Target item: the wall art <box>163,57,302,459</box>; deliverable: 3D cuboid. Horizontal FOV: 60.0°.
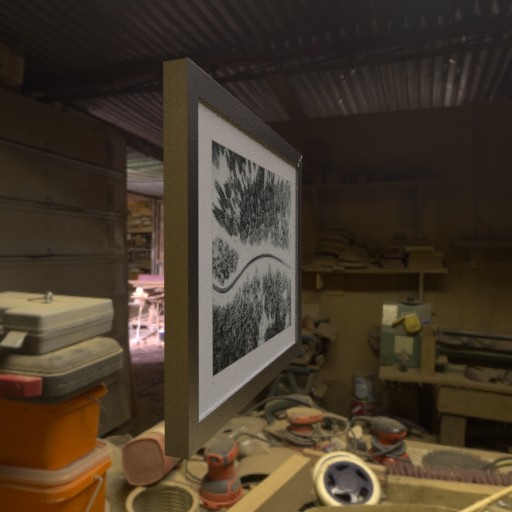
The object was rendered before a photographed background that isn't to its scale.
[{"bbox_3d":[0.000,0.000,0.770,0.032,0.456,0.557,0,1,19],"label":"wall art"}]
